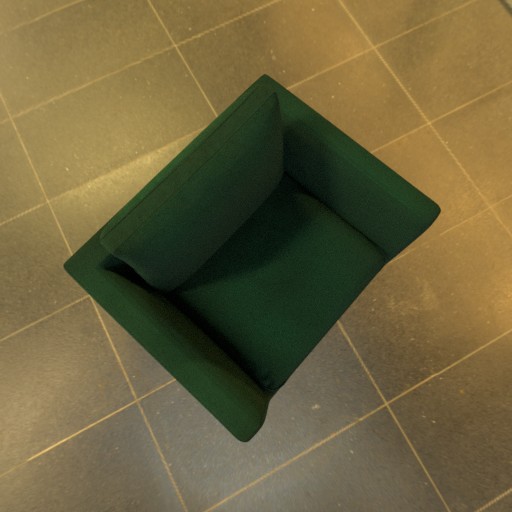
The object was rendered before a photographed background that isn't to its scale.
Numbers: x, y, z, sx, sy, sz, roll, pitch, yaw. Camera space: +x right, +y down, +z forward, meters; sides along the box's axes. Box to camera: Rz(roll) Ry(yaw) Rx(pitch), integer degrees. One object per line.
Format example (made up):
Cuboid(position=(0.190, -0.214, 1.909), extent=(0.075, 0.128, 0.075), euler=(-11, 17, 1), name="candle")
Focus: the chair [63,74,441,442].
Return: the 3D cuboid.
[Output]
Cuboid(position=(0.000, 0.000, 1.763), extent=(0.852, 0.997, 1.047), euler=(41, 78, 10), name="chair")
